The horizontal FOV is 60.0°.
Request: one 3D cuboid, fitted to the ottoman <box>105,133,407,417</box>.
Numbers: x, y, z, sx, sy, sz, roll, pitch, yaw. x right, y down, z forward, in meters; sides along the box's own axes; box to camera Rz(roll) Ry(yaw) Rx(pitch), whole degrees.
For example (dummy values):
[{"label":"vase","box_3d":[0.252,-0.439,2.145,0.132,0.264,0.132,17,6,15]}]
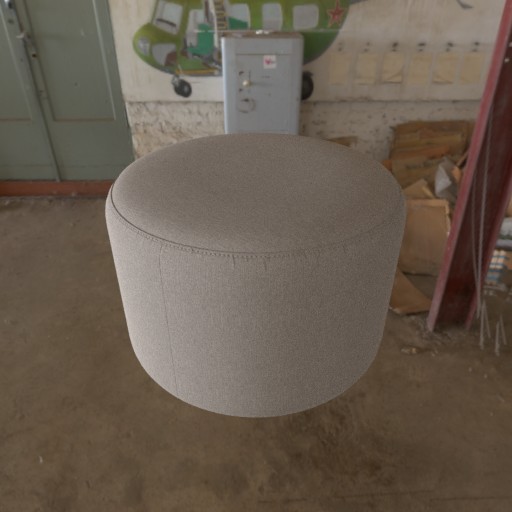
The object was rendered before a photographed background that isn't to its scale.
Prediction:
[{"label":"ottoman","box_3d":[0.000,0.000,1.009,0.608,0.433,0.608,0,32,0]}]
